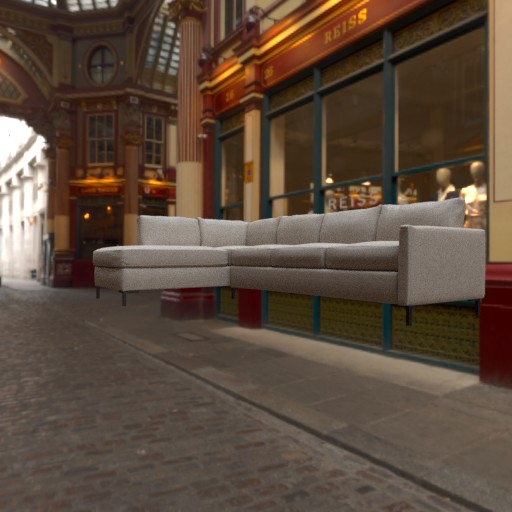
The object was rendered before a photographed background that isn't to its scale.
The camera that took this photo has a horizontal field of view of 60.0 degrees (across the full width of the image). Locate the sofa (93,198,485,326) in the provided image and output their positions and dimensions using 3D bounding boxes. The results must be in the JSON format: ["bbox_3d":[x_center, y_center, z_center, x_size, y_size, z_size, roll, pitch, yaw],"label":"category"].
[{"bbox_3d":[0.000,0.000,3.123,1.617,0.703,2.423,0,0,-35],"label":"sofa"}]
